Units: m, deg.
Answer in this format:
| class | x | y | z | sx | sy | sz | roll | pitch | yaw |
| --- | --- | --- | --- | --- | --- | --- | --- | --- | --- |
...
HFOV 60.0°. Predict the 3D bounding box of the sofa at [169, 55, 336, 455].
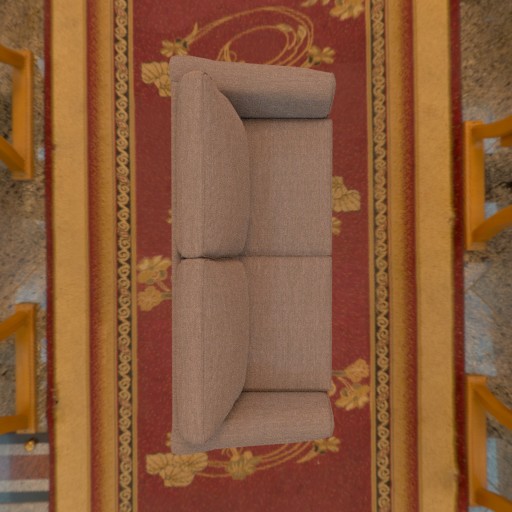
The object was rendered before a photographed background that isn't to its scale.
| class | x | y | z | sx | sy | sz | roll | pitch | yaw |
| --- | --- | --- | --- | --- | --- | --- | --- | --- | --- |
| sofa | 0.000 | 0.000 | 2.769 | 0.980 | 0.965 | 2.270 | 0 | 91 | -1 |
